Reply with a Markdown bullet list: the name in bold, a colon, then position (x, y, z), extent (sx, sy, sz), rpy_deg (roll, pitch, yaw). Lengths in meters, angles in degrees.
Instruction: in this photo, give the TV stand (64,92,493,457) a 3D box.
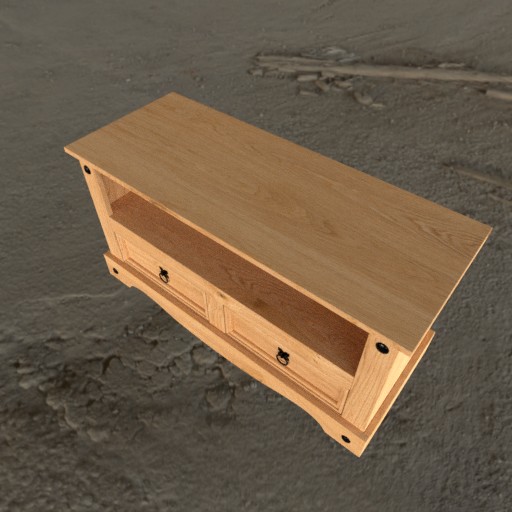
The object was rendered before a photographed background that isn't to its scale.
- **TV stand**: position (0.000, 0.000, 1.358), extent (1.080, 0.550, 0.440), rpy_deg (30, 54, 25)
